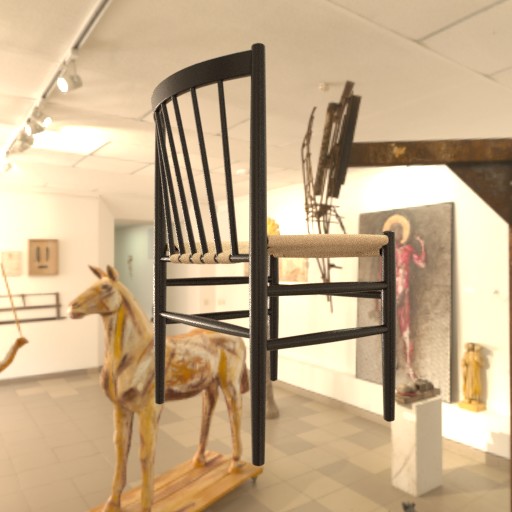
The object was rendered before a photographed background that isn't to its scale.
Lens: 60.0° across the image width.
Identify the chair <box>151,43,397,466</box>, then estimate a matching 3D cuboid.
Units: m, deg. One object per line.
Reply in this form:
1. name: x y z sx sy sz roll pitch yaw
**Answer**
1. chair: 0.000 0.000 1.142 0.516 0.818 0.495 1 -1 -36
